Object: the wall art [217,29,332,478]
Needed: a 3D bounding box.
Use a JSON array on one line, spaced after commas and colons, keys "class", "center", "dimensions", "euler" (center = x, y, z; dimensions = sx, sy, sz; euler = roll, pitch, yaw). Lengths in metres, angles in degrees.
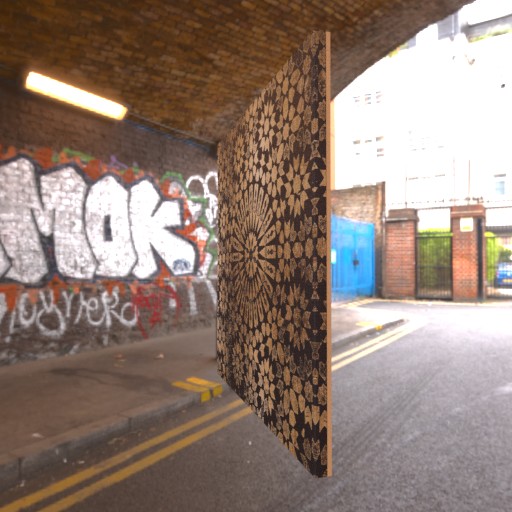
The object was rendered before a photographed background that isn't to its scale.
[{"class": "wall art", "center": [0.000, 0.000, 1.339], "dimensions": [0.038, 0.914, 0.914], "euler": [0, -1, -17]}]
